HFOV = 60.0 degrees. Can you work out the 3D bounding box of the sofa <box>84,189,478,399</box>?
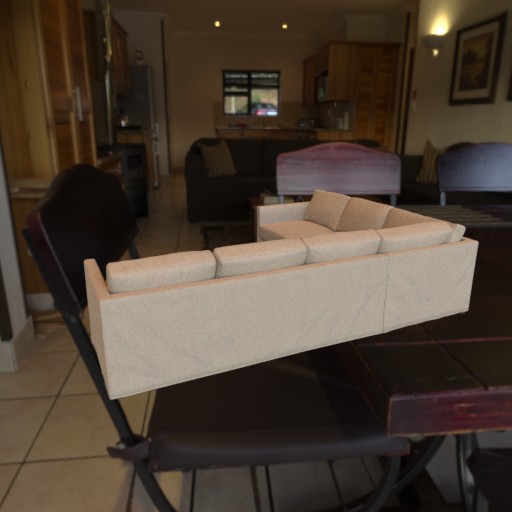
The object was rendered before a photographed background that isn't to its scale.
[{"bbox_3d":[0.000,0.000,4.319,3.182,0.871,2.432,-8,18,-24],"label":"sofa"}]
